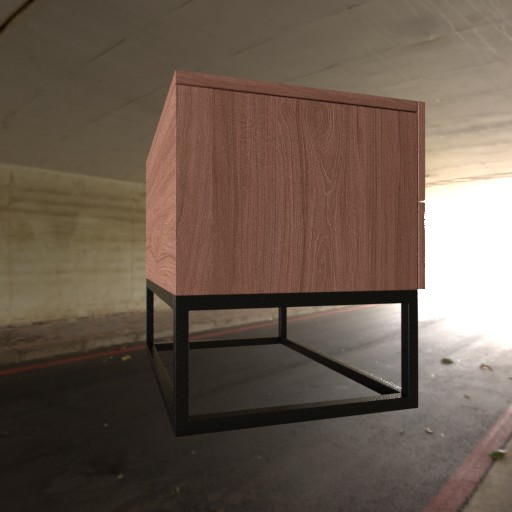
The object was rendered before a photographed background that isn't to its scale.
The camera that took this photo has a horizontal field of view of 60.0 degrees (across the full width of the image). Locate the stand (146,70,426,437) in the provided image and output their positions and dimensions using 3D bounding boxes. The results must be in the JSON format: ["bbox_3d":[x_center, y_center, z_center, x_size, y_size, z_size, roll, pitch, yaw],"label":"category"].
[{"bbox_3d":[0.000,0.000,0.949,0.420,0.500,0.600,0,0,-18],"label":"stand"}]
